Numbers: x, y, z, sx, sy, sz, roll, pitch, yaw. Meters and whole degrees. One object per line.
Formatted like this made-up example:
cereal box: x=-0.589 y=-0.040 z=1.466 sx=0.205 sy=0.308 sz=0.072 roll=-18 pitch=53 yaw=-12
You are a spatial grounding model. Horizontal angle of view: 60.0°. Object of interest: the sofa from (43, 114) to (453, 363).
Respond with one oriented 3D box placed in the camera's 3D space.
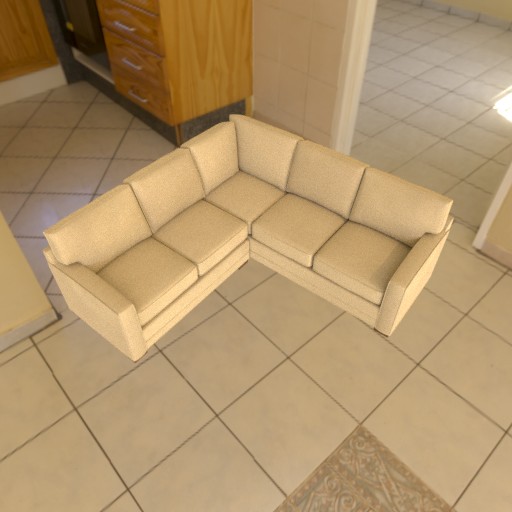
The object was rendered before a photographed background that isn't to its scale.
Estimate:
sofa: x=0.000 y=0.000 z=3.439 sx=2.189 sy=0.939 sz=2.182 roll=29 pitch=52 yaw=26
